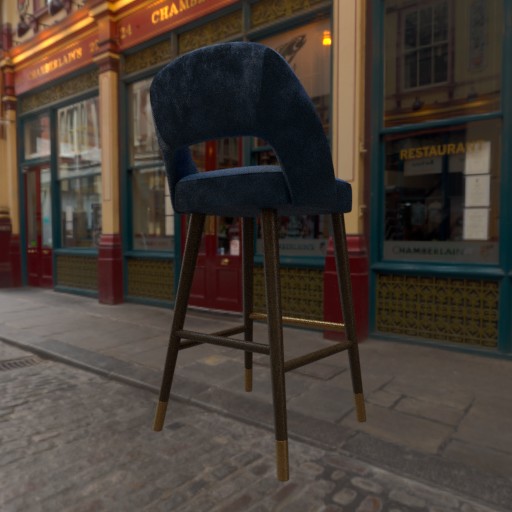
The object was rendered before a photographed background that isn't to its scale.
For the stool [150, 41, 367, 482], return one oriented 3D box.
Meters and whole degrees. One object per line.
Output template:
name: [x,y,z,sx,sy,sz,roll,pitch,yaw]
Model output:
stool: [0.000,0.000,1.285,0.514,1.016,0.515,1,2,38]
